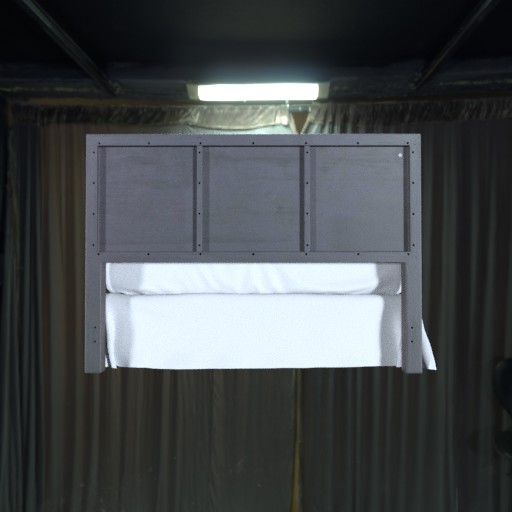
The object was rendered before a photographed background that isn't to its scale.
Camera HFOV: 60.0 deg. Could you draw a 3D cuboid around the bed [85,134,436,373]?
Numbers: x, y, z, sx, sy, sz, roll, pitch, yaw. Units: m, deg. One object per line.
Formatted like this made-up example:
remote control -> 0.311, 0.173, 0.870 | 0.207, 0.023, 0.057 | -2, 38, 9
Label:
bed -> 0.000, 0.000, 3.004 | 1.772, 1.142, 1.785 | 0, -1, 0
